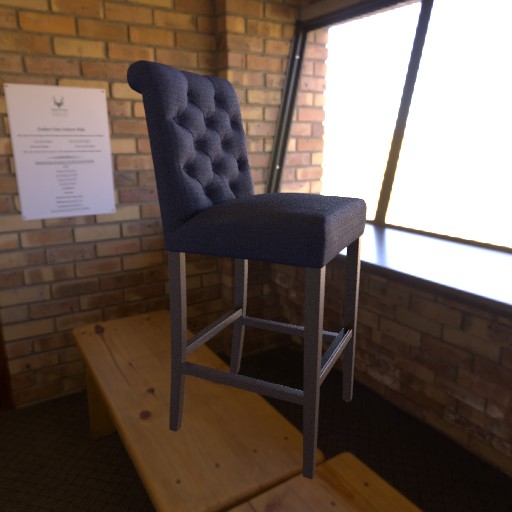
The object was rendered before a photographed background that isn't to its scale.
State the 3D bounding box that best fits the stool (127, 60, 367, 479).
[{"bbox_3d":[0.000,0.000,1.423,0.601,1.140,0.493,7,16,25],"label":"stool"}]
